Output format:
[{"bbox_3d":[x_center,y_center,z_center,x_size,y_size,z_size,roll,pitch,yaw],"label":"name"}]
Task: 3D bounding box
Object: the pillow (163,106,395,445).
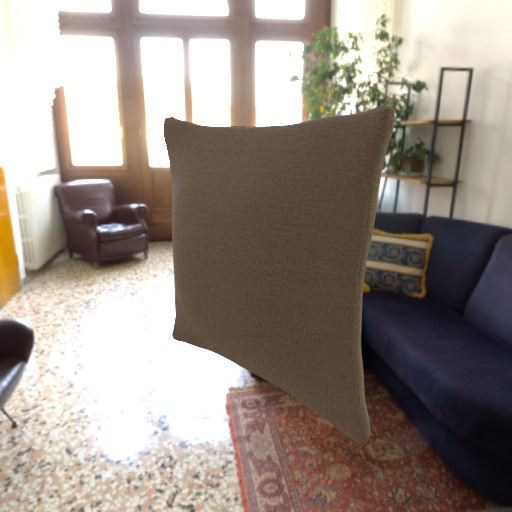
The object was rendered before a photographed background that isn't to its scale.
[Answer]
[{"bbox_3d":[0.000,0.000,0.672,0.189,0.416,0.435,-14,21,-42],"label":"pillow"}]
